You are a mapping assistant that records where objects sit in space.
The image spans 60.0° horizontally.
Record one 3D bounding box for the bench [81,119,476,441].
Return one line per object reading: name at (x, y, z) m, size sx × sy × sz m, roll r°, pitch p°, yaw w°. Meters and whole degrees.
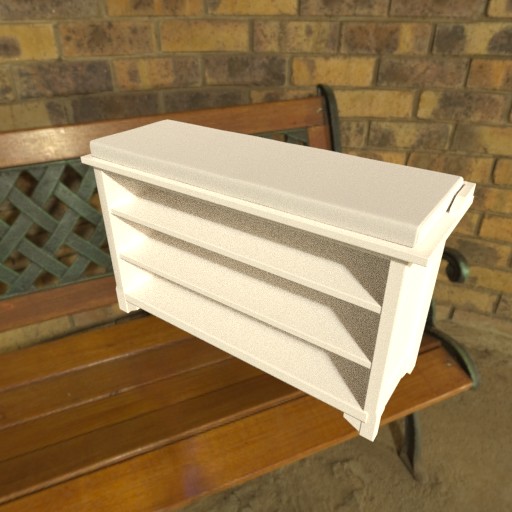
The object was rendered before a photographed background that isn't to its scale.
bench at (0.000, 0.000, 1.271) m, size 0.987 × 0.589 × 0.346 m, roll 20°, pitch 36°, yaw 30°
